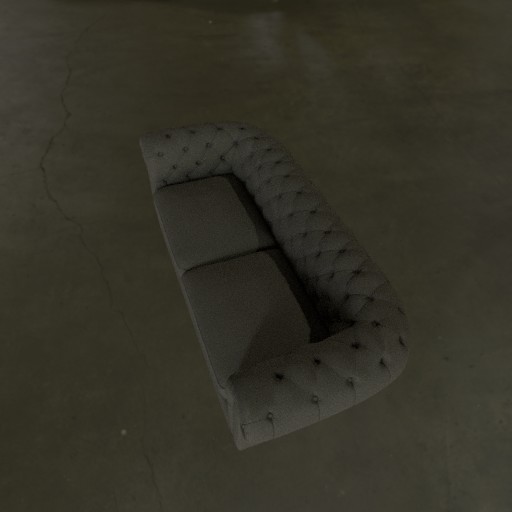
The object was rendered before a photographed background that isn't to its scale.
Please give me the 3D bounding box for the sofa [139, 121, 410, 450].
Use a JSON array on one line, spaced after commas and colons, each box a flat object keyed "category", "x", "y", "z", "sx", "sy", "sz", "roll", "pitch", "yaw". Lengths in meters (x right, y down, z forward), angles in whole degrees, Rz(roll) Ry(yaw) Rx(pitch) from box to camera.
[{"category": "sofa", "x": 0.000, "y": 0.000, "z": 2.814, "sx": 0.991, "sy": 0.762, "sz": 2.362, "roll": -15, "pitch": 48, "yaw": -14}]
